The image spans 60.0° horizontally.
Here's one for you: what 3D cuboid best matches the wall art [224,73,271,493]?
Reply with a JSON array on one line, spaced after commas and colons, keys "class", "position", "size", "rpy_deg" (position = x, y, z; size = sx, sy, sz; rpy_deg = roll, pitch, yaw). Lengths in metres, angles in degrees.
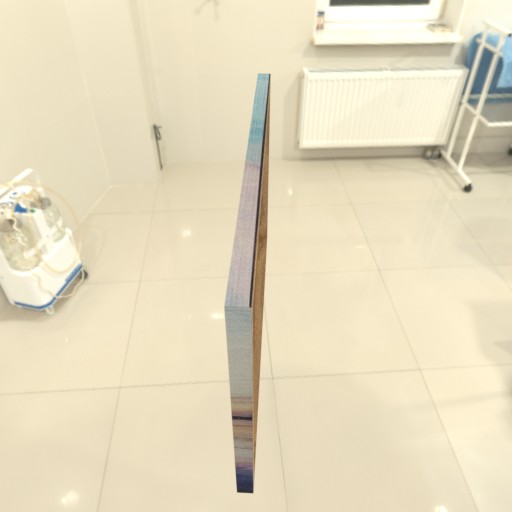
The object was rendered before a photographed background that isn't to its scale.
[{"class": "wall art", "position": [0.000, 0.000, 1.130], "size": [0.037, 0.605, 0.911], "rpy_deg": [2, 41, 2]}]
